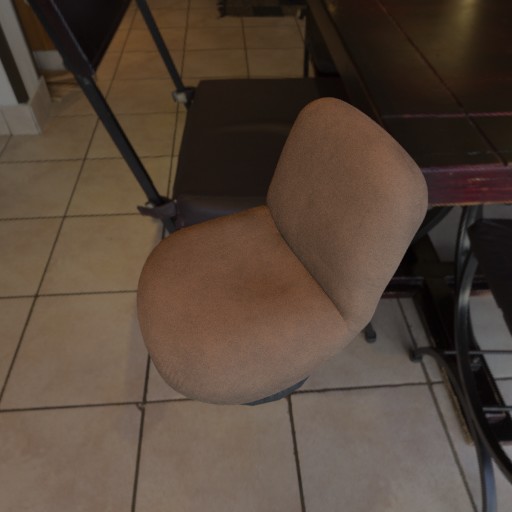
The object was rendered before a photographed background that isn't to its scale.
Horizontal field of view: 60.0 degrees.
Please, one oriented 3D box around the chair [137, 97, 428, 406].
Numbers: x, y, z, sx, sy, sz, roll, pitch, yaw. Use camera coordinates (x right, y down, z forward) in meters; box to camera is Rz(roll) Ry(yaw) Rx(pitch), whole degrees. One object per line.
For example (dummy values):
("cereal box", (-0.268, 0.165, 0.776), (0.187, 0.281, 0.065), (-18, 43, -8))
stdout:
("chair", (0.000, 0.000, 1.039), (0.597, 0.594, 0.521), (-17, 48, -16))
